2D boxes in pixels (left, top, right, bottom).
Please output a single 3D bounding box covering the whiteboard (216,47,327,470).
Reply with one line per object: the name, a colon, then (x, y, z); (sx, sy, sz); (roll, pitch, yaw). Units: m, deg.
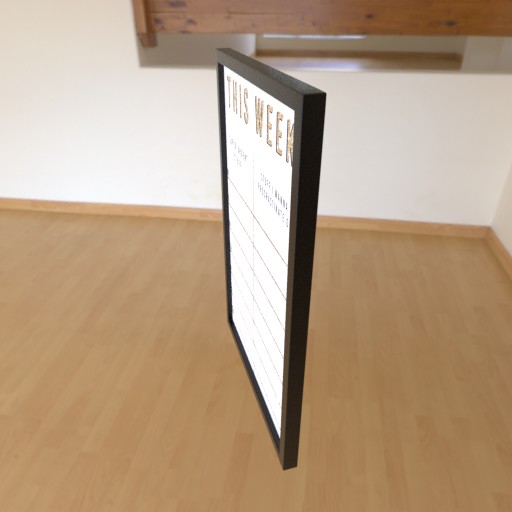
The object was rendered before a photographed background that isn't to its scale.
whiteboard: (0.000, 0.000, 0.761); (0.026, 0.611, 0.406); (-9, 32, -14)
